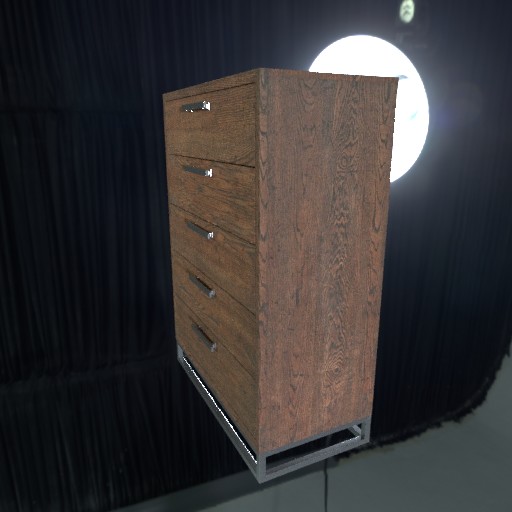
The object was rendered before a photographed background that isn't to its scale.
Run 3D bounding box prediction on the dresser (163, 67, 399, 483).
[{"bbox_3d":[0.000,0.000,1.848,0.508,1.321,0.965,-8,17,-25],"label":"dresser"}]
